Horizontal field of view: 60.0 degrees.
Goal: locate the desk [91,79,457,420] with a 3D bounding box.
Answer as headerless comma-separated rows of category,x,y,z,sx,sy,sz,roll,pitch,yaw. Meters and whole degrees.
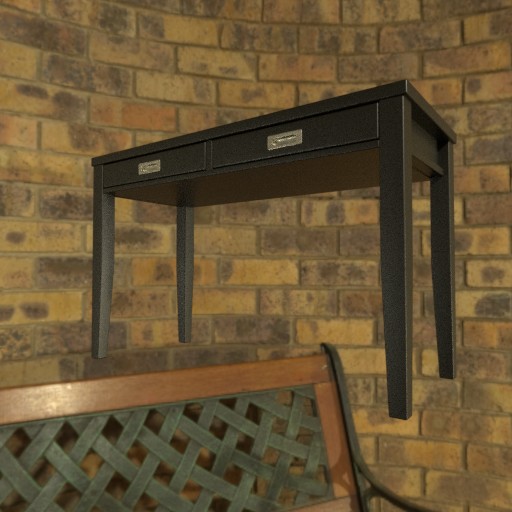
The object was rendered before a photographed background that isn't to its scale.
desk,0.000,0.000,1.560,1.220,0.775,0.508,-1,-2,36
